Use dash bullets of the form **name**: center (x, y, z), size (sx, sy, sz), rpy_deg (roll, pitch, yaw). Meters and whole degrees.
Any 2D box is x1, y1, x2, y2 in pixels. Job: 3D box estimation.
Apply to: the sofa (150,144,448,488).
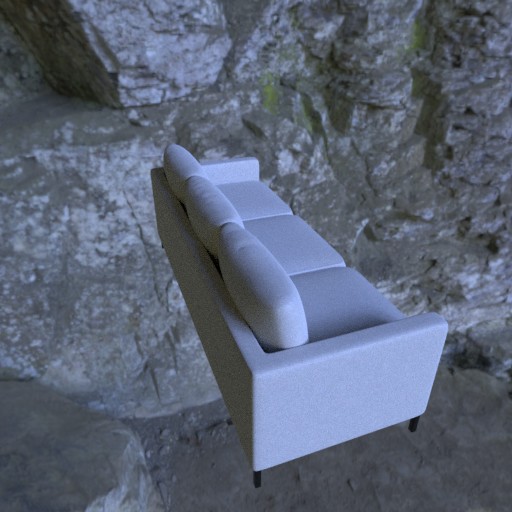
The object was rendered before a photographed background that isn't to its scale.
- **sofa**: center (0.000, 0.000, 2.620), size (0.859, 0.874, 2.218), rpy_deg (-11, 32, -18)
